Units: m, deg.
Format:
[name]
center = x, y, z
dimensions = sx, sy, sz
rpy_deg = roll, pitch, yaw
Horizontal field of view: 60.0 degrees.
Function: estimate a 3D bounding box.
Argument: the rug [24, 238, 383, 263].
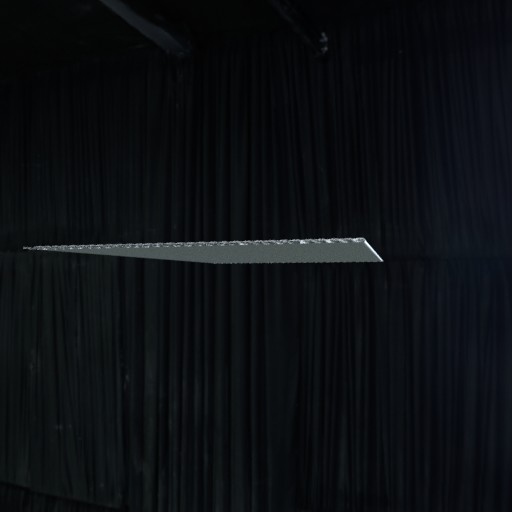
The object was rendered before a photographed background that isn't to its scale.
[rug]
center = 0.000, 0.000, 2.313
dimensions = 1.230, 0.014, 1.847
rpy_deg = -1, -3, 18
